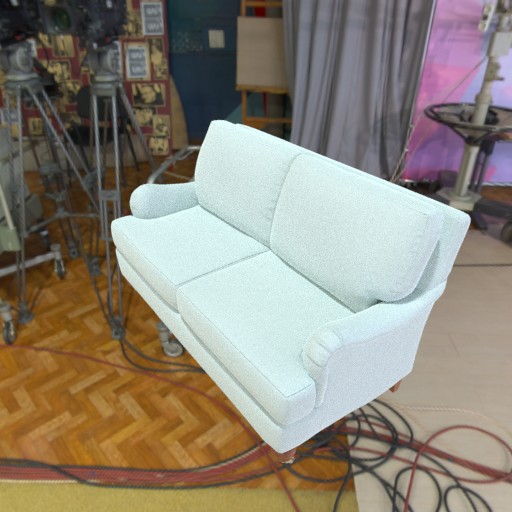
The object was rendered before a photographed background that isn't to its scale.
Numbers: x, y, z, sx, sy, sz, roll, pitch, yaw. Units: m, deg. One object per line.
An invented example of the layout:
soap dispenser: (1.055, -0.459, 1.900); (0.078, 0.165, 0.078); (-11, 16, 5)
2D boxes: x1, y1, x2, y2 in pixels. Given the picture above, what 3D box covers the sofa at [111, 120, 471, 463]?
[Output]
sofa: (0.000, 0.000, 2.532); (1.084, 1.101, 1.853); (-22, 38, -30)
